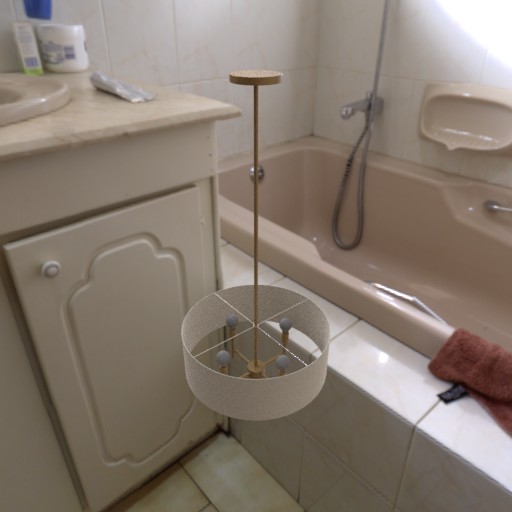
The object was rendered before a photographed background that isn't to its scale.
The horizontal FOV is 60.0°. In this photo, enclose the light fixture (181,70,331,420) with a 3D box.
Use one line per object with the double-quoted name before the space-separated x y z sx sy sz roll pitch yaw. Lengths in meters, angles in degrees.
"light fixture" 0.000 0.000 1.389 0.508 1.067 0.508 0 30 0
